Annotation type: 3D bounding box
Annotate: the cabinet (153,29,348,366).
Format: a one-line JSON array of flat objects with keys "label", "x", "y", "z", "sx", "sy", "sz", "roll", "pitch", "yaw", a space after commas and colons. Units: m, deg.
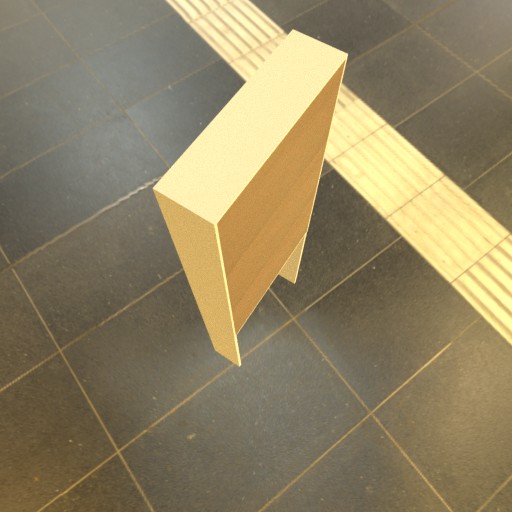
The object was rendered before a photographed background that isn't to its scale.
[{"label": "cabinet", "x": 0.000, "y": 0.000, "z": 1.949, "sx": 0.192, "sy": 1.770, "sz": 0.643, "roll": 31, "pitch": 69, "yaw": 13}]
